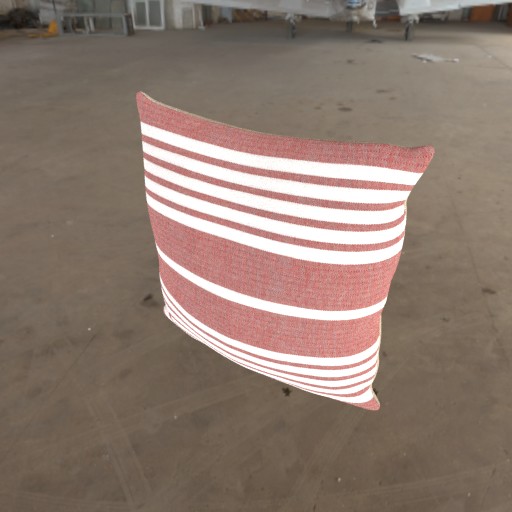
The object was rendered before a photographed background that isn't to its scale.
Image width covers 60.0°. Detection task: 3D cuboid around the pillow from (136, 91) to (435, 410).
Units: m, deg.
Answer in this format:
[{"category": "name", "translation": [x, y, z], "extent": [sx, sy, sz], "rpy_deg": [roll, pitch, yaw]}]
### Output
[{"category": "pillow", "translation": [0.000, 0.000, 0.665], "extent": [0.439, 0.427, 0.182], "rpy_deg": [19, 37, 27]}]
